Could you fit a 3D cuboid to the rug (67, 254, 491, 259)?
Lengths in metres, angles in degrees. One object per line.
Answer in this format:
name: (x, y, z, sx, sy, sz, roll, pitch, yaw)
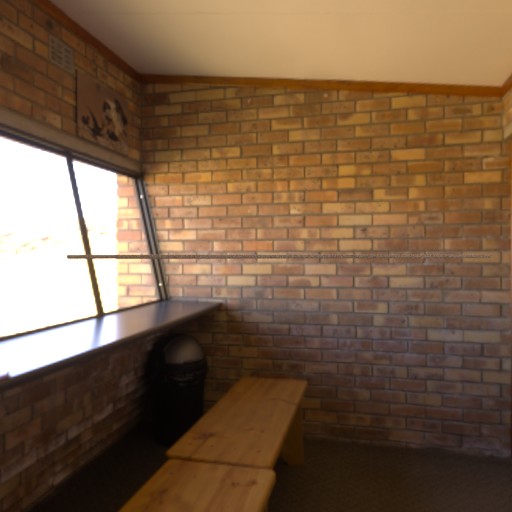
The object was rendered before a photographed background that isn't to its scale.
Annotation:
rug: (0.000, 0.000, 4.063, 3.000, 0.025, 2.400, 0, 0, -18)
